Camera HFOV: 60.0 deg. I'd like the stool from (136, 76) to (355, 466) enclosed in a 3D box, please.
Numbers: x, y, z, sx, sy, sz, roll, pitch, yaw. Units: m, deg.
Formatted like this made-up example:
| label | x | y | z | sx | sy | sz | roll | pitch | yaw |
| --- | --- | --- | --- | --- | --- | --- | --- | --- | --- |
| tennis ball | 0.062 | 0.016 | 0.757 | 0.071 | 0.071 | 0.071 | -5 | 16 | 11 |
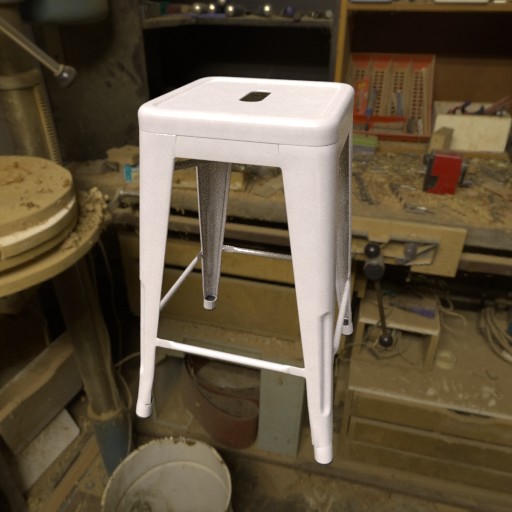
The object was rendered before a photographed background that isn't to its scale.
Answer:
| label | x | y | z | sx | sy | sz | roll | pitch | yaw |
| --- | --- | --- | --- | --- | --- | --- | --- | --- | --- |
| stool | 0.000 | 0.000 | 0.870 | 0.406 | 0.610 | 0.406 | 9 | 32 | 14 |
